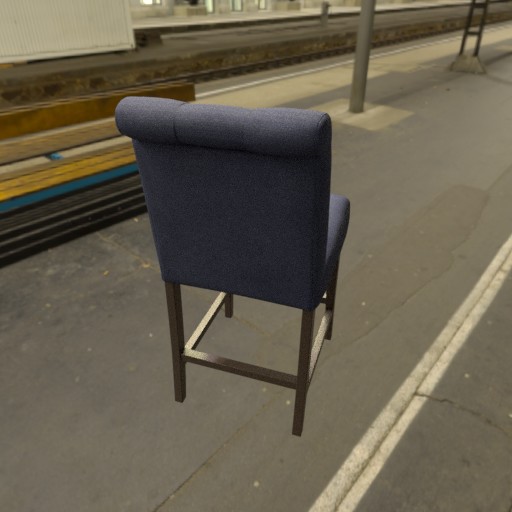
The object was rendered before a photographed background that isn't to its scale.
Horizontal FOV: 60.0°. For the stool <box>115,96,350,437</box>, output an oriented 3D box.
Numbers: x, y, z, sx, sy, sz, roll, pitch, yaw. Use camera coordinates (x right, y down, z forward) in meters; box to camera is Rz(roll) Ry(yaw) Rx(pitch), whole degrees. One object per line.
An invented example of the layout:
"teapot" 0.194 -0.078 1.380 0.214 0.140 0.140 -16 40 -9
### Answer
"stool" 0.000 0.000 1.363 0.493 1.010 0.601 10 33 16
